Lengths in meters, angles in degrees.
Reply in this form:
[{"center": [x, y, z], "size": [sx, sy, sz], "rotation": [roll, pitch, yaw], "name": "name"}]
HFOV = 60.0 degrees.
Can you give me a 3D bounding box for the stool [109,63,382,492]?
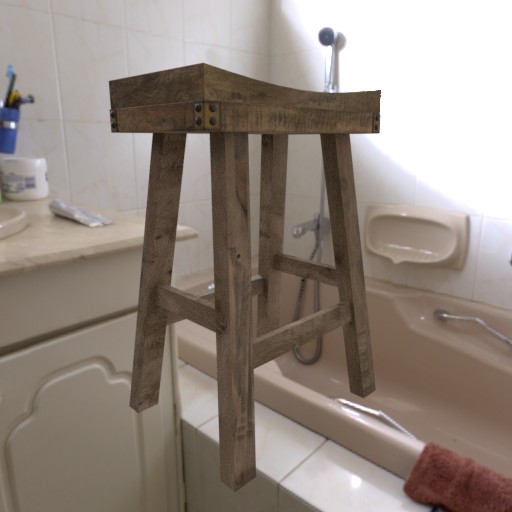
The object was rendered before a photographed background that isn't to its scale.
[{"center": [0.000, 0.000, 0.878], "size": [0.450, 0.635, 0.330], "rotation": [-14, 20, -43], "name": "stool"}]
